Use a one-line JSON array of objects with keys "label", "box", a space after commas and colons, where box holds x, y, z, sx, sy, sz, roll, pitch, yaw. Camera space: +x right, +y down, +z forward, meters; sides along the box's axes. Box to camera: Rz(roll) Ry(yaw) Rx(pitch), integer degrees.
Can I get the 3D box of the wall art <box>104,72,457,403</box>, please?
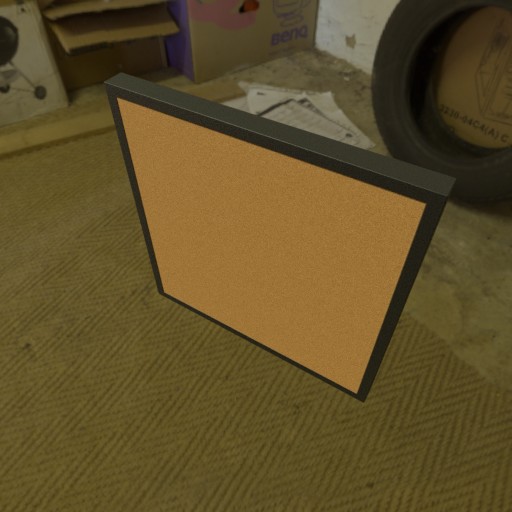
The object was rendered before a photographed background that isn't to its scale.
[{"label": "wall art", "box": [0.000, 0.000, 0.762, 0.506, 0.506, 0.037, 24, 52, 21]}]
